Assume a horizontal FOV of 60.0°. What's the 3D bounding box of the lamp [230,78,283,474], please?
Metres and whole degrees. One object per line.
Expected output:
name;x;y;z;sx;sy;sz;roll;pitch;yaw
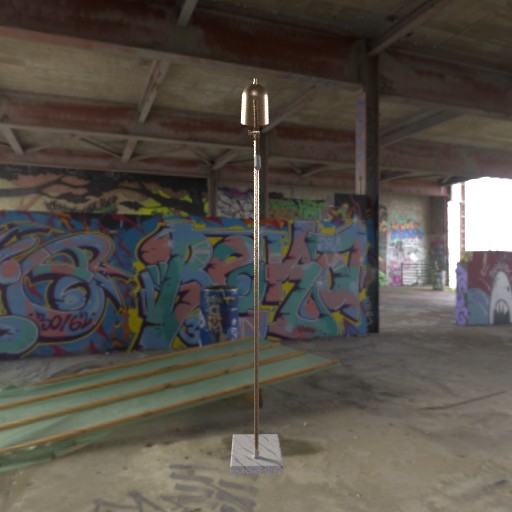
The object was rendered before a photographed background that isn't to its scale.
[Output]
lamp;0.000;0.000;1.811;0.194;1.594;0.653;0;0;-1
